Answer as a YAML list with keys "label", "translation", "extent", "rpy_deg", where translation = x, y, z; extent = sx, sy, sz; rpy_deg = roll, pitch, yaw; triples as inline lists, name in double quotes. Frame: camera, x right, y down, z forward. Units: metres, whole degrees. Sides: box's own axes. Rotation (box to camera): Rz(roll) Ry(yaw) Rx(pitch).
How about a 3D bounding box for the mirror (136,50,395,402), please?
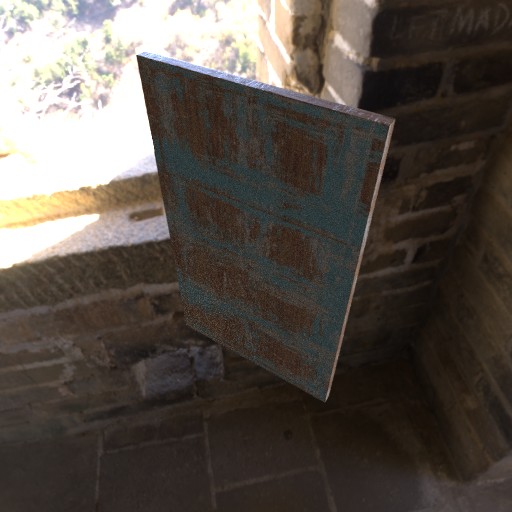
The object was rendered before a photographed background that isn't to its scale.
- label: "mirror"
  translation: [0.000, 0.000, 1.505]
  extent: [0.707, 1.213, 0.083]
  rpy_deg: [24, 50, 22]
